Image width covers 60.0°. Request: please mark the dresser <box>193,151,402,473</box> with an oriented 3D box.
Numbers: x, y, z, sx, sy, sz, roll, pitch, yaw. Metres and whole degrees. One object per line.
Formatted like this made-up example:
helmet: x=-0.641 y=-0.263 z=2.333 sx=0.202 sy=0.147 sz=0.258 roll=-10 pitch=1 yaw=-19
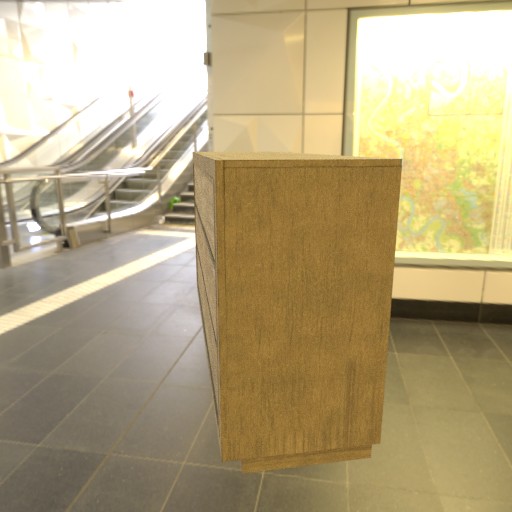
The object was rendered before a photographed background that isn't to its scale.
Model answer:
dresser: x=0.000 y=0.000 z=1.983 sx=0.483 sy=0.889 sz=1.628 roll=-2 pitch=14 yaw=-10
